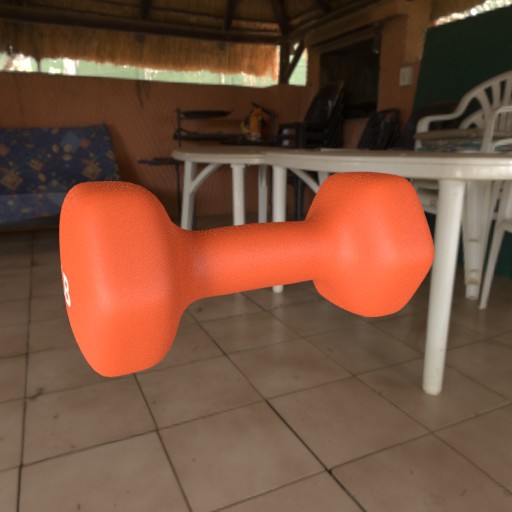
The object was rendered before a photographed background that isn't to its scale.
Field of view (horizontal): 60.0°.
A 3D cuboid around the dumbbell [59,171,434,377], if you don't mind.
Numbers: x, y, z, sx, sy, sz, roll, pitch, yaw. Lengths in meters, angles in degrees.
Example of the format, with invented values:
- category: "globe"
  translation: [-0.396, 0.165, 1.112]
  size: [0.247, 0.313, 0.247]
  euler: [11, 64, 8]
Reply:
- category: "dumbbell"
  translation: [0.000, 0.000, 0.202]
  size: [0.162, 0.071, 0.079]
  euler: [-7, 16, -26]
